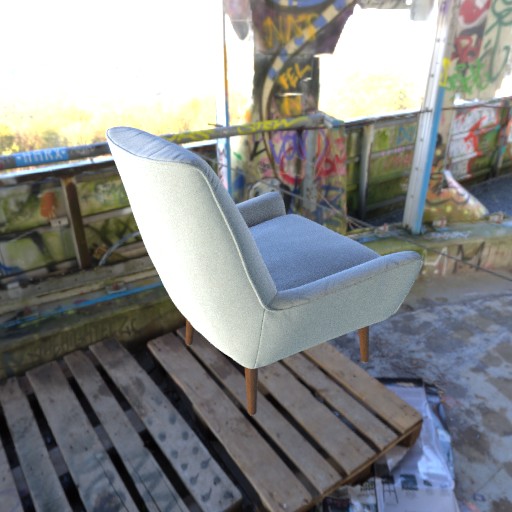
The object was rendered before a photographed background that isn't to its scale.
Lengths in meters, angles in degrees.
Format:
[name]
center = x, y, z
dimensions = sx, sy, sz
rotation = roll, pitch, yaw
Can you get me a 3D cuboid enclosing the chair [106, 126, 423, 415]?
[chair]
center = 0.000, 0.000, 1.518
dimensions = 0.822, 0.888, 0.787
rotation = -18, 33, -31
